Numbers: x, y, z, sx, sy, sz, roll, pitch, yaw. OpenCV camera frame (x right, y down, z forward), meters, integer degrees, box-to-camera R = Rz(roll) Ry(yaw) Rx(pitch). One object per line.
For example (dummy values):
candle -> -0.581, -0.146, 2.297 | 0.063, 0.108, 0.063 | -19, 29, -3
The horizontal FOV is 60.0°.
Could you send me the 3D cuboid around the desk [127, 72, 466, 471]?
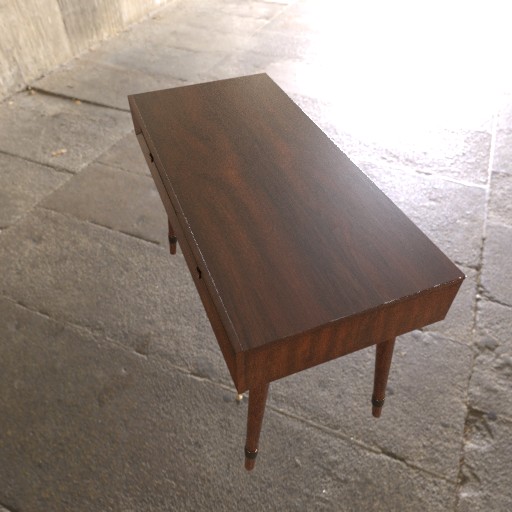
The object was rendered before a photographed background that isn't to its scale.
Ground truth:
desk -> 0.000, 0.000, 2.115 | 0.734, 1.031, 1.577 | -16, 47, -15
